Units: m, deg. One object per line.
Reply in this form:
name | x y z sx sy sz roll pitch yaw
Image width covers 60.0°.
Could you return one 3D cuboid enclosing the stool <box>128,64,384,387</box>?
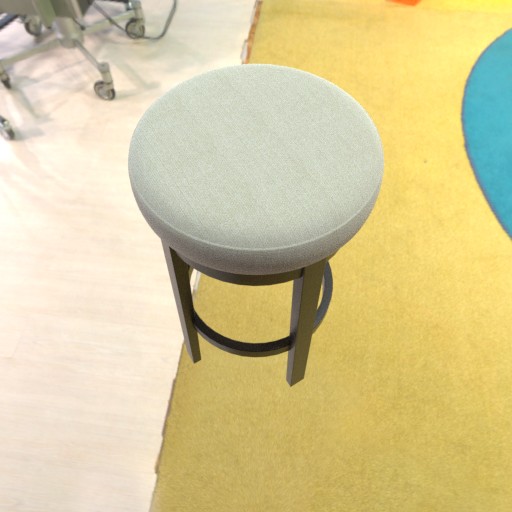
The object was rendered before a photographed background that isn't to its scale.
stool | 0.000 0.000 1.031 0.446 0.758 0.446 0 58 0
